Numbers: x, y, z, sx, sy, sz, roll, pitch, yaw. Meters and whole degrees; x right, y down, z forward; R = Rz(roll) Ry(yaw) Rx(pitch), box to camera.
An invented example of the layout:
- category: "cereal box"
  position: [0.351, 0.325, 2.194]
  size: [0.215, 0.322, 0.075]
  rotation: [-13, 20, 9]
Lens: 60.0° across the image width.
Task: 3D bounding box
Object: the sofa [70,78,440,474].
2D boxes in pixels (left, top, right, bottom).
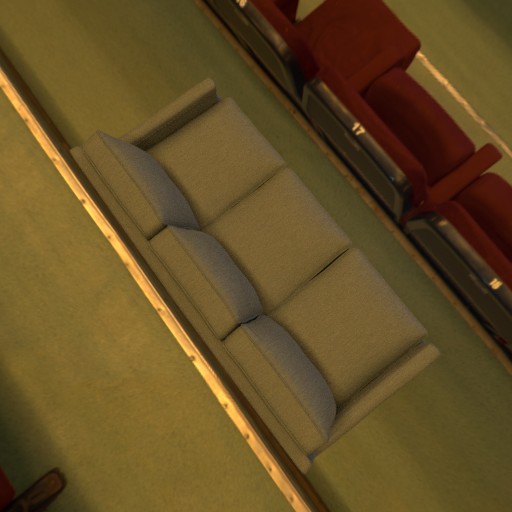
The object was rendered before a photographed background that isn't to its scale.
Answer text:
- category: "sofa"
  position: [0.000, 0.000, 2.759]
  size: [1.084, 1.003, 2.246]
  rotation: [-37, 79, -8]
